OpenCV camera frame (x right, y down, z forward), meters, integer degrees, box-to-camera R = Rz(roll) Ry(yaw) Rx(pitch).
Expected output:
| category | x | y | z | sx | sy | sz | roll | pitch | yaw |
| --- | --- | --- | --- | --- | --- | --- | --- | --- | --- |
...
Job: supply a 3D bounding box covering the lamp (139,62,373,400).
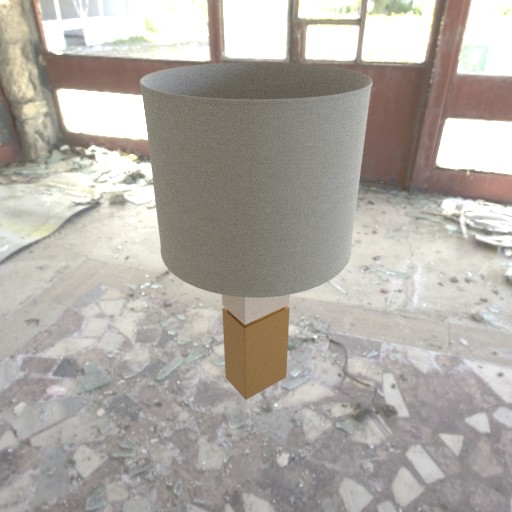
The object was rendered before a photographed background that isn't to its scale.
| category | x | y | z | sx | sy | sz | roll | pitch | yaw |
| --- | --- | --- | --- | --- | --- | --- | --- | --- | --- |
| lamp | 0.000 | 0.000 | 0.551 | 0.229 | 0.417 | 0.229 | -20 | 36 | -30 |
